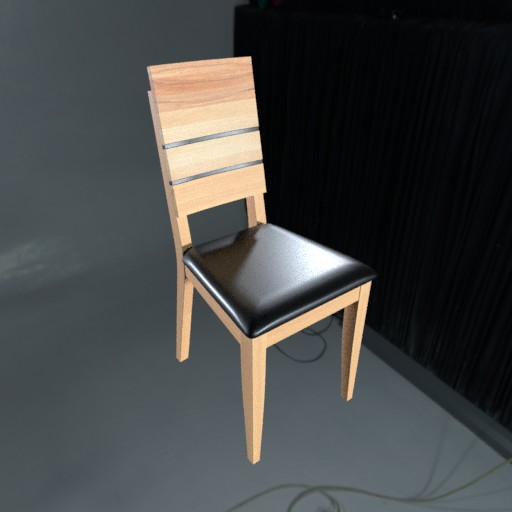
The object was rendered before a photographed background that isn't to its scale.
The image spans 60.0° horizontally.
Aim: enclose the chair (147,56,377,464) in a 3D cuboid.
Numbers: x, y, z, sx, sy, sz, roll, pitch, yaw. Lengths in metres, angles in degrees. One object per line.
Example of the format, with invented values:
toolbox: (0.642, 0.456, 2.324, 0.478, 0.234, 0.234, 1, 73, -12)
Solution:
chair: (0.000, 0.000, 1.215, 0.410, 0.940, 0.520, -21, 37, -31)
